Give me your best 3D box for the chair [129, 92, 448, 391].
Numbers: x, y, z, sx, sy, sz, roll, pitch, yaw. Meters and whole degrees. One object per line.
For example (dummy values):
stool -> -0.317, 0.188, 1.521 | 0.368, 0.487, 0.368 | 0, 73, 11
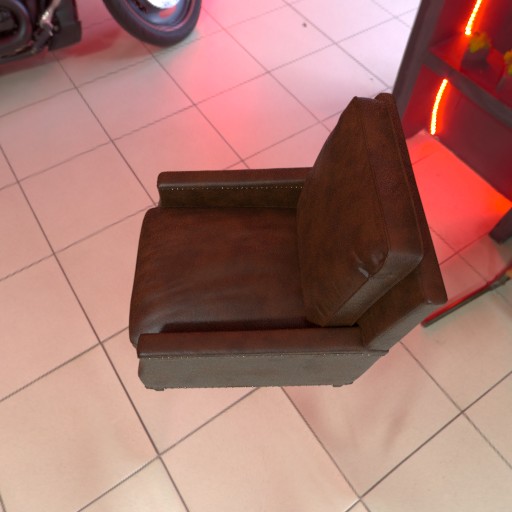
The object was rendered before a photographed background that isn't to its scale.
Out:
chair -> 0.000, 0.000, 1.792 | 1.035, 1.054, 0.854 | -1, 59, -1
